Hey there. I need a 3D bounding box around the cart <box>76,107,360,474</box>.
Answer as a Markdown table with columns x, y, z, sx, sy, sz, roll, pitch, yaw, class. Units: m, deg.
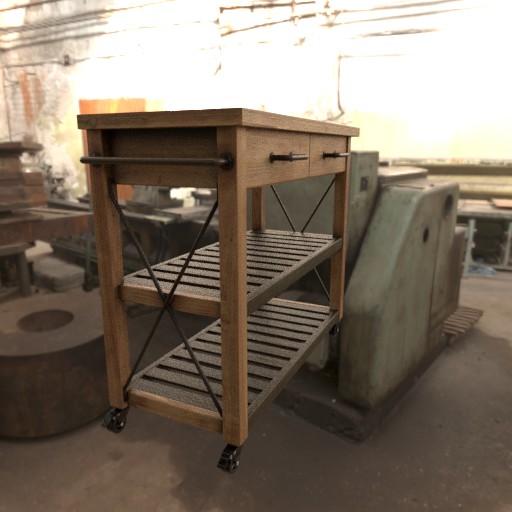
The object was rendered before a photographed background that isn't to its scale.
| x | y | z | sx | sy | sz | roll | pitch | yaw | class |
| --- | --- | --- | --- | --- | --- | --- | --- | --- | --- |
| 0.000 | 0.000 | 0.961 | 0.298 | 0.554 | 0.686 | 6 | 15 | 25 | cart |
